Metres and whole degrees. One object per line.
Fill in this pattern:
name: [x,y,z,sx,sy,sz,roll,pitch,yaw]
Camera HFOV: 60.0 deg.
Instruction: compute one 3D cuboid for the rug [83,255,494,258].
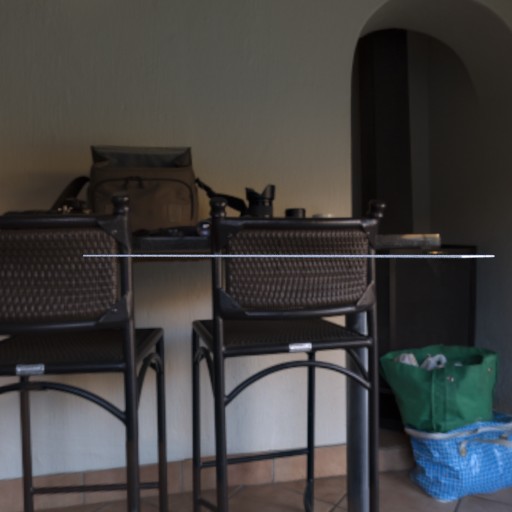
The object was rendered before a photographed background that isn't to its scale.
rug: [0.000,0.000,2.655,2.435,0.009,0.750,0,0,36]
